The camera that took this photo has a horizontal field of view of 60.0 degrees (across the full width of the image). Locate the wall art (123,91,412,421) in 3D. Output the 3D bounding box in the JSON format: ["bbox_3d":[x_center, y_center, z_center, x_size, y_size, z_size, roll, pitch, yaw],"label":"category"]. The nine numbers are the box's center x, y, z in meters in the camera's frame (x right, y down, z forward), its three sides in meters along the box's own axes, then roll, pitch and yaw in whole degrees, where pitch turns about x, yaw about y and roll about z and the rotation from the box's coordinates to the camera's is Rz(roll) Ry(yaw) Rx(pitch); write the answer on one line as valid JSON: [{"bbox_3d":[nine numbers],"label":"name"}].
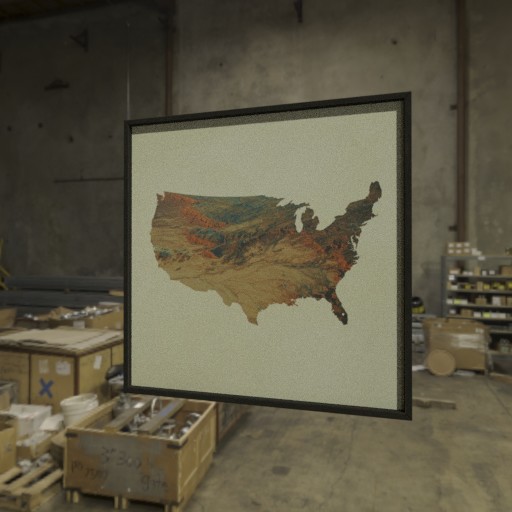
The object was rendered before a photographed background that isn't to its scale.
[{"bbox_3d":[0.000,0.000,1.149,0.762,0.762,0.038,0,0,17],"label":"wall art"}]
